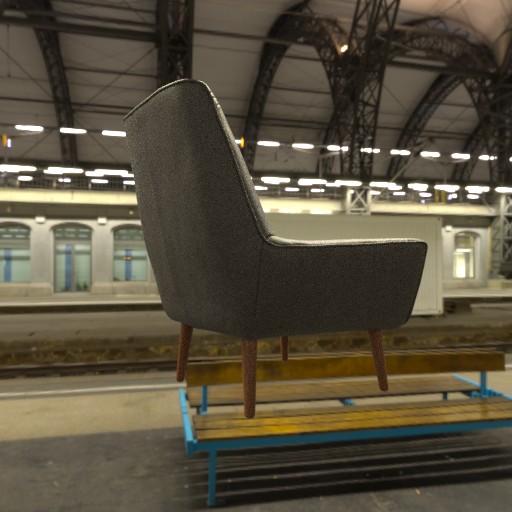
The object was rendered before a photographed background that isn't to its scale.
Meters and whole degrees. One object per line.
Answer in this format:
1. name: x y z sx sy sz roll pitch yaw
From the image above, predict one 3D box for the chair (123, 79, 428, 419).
1. chair: 0.000 0.000 1.487 0.822 0.888 0.787 1 -1 -35
